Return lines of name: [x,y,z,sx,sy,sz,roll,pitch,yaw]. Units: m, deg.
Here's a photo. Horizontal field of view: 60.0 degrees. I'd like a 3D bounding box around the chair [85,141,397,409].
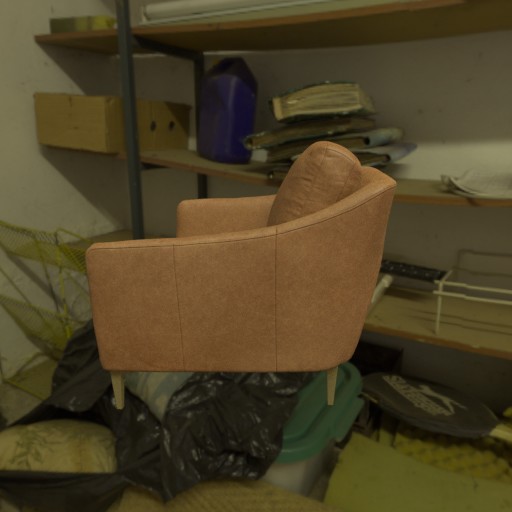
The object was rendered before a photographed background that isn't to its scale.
chair: [0.000,0.000,1.786,0.963,0.895,0.988,2,15,8]
